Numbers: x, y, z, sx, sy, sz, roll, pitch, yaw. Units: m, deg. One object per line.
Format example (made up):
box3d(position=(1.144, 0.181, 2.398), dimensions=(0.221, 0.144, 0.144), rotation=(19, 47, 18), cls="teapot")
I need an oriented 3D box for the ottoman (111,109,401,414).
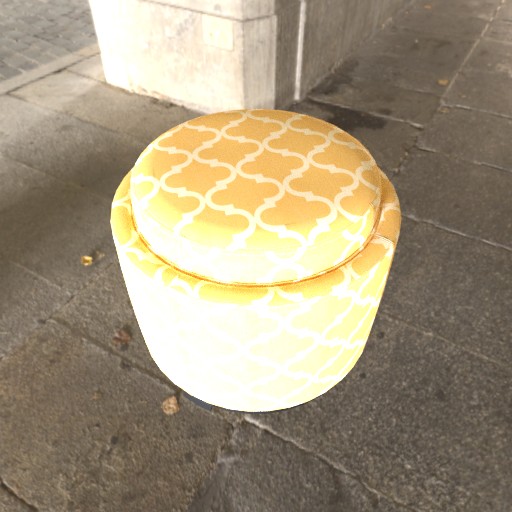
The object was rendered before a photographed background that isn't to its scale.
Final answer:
box3d(position=(0.000, 0.000, 0.838), dimensions=(0.480, 0.429, 0.480), rotation=(0, 45, 0), cls="ottoman")
